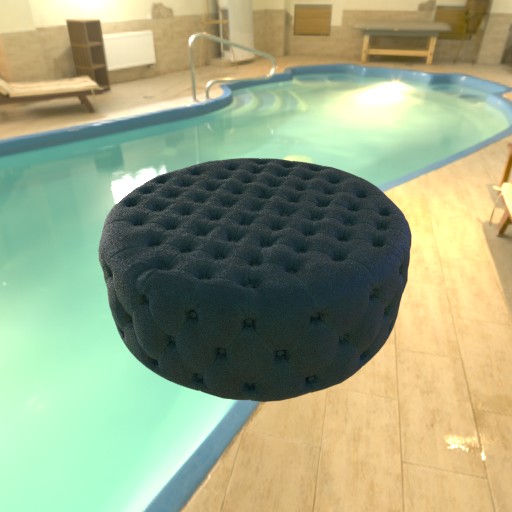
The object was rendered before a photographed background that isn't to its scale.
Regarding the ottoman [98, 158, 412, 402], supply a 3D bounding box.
[{"bbox_3d":[0.000,0.000,1.523,0.998,0.398,0.998,0,32,0],"label":"ottoman"}]
